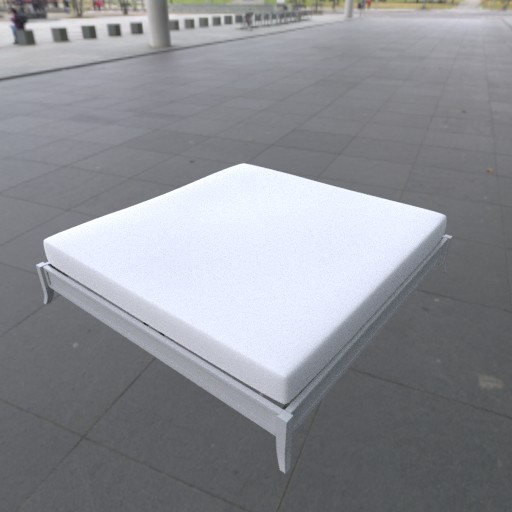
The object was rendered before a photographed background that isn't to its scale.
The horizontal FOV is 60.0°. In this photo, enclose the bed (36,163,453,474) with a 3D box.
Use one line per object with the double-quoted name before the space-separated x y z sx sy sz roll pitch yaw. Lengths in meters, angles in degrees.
"bed" 0.000 0.000 3.053 2.007 0.510 2.108 22 37 33
